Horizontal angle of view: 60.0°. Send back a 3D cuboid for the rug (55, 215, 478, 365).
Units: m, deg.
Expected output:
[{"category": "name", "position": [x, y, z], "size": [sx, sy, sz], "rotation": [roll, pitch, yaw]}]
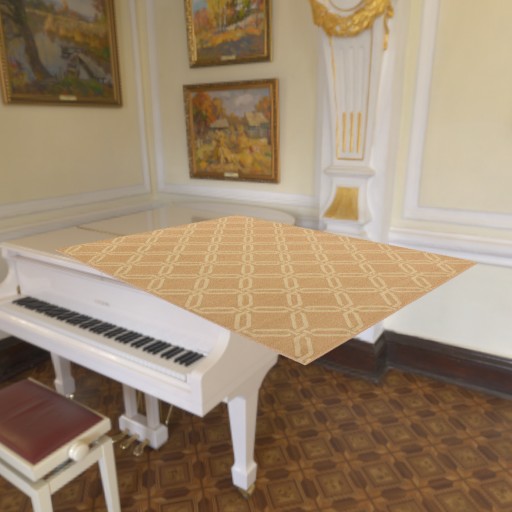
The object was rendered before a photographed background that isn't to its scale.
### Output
[{"category": "rug", "position": [0.000, 0.000, 3.852], "size": [2.895, 0.018, 2.288], "rotation": [15, 22, 42]}]
